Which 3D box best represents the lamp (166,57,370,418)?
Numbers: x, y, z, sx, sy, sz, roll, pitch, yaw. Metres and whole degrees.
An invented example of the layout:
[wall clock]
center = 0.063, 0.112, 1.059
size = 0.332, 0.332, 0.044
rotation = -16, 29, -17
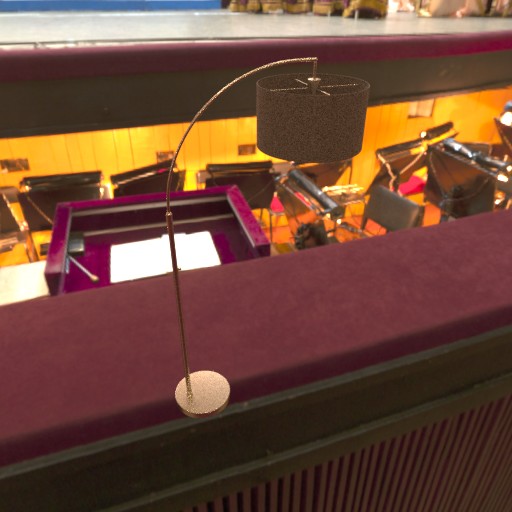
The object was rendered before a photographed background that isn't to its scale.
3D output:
[lamp]
center = 0.000, 0.000, 2.131
size = 0.934, 1.735, 0.452
rotation = -10, 33, -16
